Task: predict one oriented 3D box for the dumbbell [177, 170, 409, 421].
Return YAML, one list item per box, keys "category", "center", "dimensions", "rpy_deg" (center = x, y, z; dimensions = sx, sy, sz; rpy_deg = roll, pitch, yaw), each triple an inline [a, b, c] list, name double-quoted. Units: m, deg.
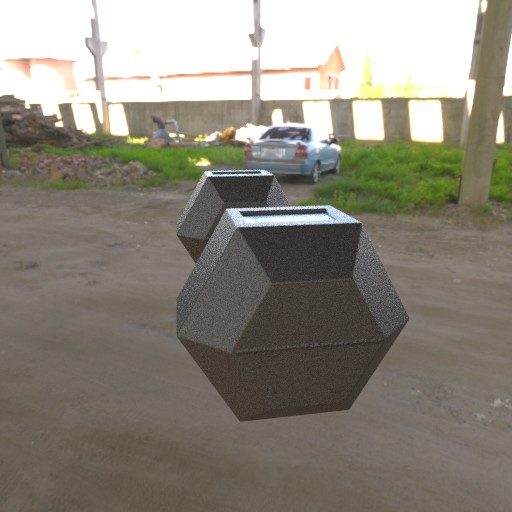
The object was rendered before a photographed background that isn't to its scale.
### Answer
- category: "dumbbell"
  center: [0.000, 0.000, 0.367]
  dimensions: [0.129, 0.113, 0.315]
  rpy_deg: [-3, 17, -9]
